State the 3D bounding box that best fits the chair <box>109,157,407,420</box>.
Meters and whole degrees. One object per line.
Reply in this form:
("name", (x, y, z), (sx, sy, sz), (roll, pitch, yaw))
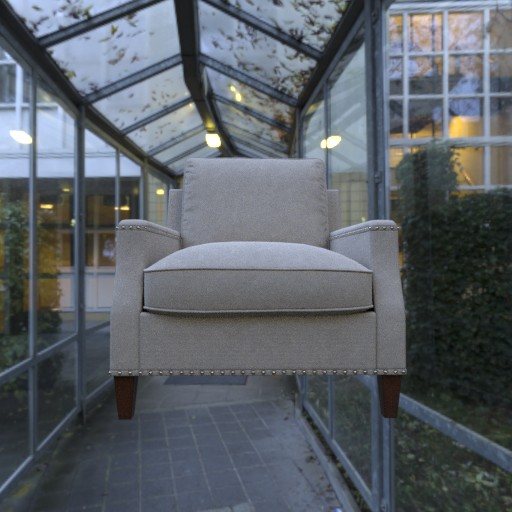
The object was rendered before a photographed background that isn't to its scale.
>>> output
("chair", (0.000, 0.000, 1.732), (0.853, 0.943, 1.014), (0, -1, -1))
